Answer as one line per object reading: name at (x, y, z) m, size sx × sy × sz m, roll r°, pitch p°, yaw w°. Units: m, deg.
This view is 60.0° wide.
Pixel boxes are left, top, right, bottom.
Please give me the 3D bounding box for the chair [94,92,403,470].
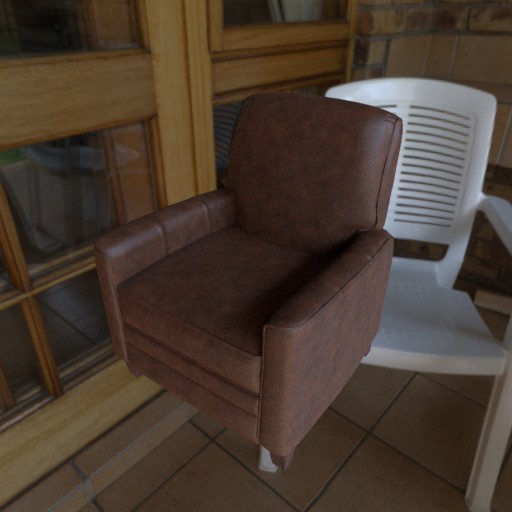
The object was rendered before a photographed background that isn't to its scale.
chair at (0.000, 0.000, 1.617) m, size 0.839 × 1.010 × 0.850 m, roll 20°, pitch 35°, yaw 30°
